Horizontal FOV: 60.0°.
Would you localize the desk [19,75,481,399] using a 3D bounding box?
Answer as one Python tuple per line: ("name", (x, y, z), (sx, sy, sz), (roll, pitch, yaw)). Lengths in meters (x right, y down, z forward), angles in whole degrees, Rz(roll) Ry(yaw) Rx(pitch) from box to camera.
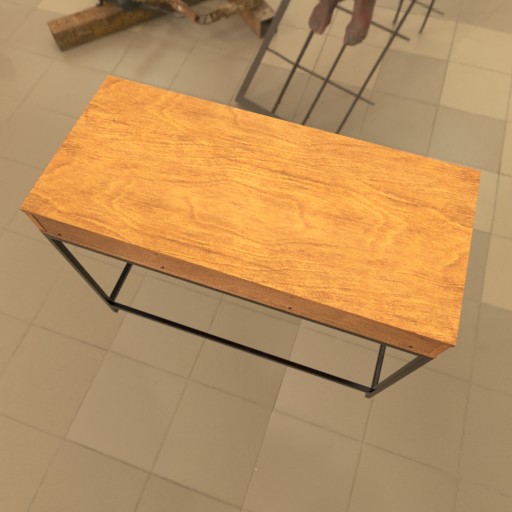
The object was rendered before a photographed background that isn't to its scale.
("desk", (0.000, 0.000, 1.410), (1.016, 0.762, 0.470), (17, 66, 8))
